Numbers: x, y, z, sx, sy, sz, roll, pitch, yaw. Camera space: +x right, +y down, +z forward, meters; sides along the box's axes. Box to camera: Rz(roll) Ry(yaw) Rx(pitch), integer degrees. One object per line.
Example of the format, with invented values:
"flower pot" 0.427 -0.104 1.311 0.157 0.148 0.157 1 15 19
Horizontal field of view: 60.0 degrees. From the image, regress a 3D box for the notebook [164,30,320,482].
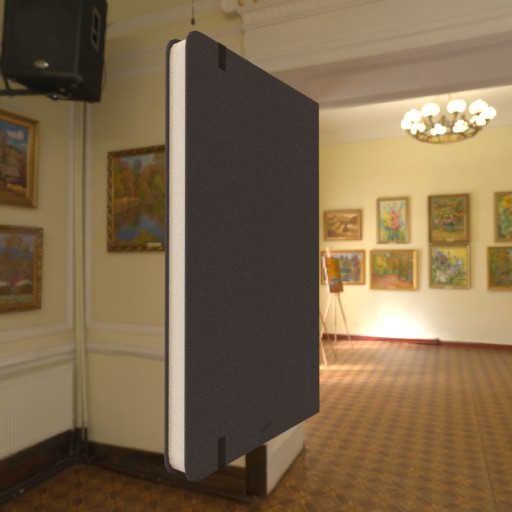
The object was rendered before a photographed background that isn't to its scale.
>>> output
"notebook" 0.000 0.000 0.258 0.016 0.213 0.127 -1 -1 36
